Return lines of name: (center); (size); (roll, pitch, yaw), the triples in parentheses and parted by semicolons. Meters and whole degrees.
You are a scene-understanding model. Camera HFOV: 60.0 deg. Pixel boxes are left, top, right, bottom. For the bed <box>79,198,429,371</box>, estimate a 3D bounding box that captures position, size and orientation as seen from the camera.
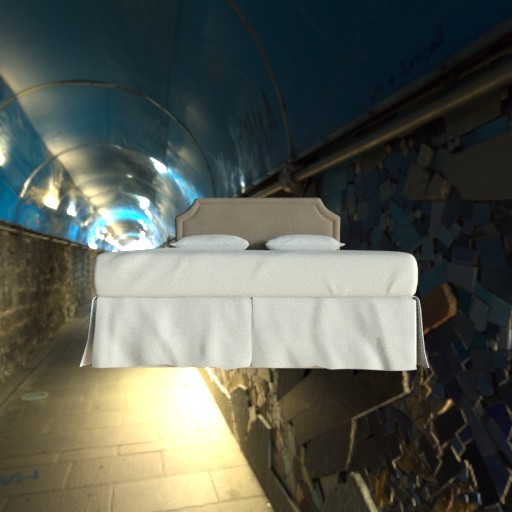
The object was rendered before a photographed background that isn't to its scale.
bed: (0.000, 0.000, 3.696); (1.977, 1.293, 2.498); (0, 0, 1)
